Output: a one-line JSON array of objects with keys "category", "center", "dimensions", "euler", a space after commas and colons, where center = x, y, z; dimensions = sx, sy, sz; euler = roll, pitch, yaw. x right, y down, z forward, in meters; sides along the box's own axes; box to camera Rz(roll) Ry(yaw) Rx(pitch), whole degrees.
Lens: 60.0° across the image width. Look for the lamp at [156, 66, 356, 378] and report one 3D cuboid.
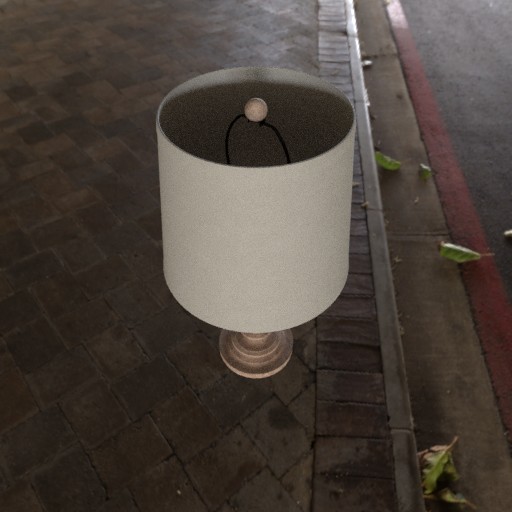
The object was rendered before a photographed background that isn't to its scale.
[{"category": "lamp", "center": [0.000, 0.000, 0.661], "dimensions": [0.273, 0.497, 0.273], "euler": [0, 47, 0]}]
